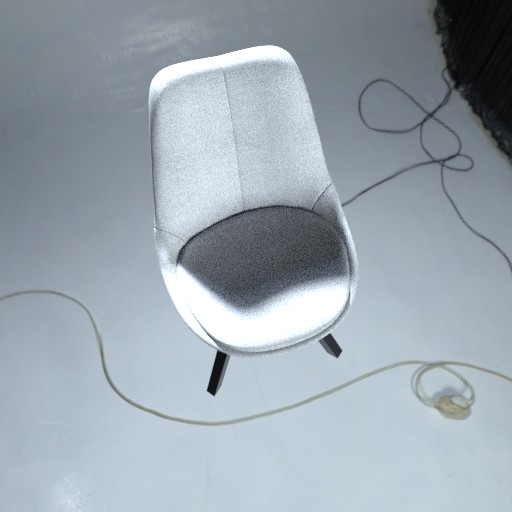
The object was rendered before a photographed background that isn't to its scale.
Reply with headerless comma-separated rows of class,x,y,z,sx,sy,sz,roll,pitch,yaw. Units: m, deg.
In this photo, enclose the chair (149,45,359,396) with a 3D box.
chair,0.000,0.000,1.171,0.485,0.850,0.550,-16,64,-8
